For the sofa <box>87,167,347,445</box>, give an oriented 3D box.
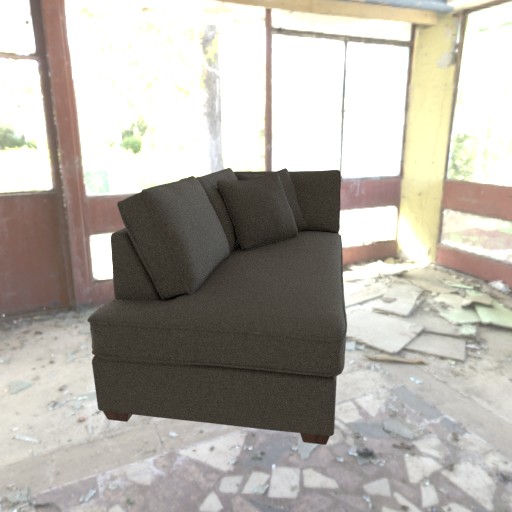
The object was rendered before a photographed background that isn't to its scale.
[{"bbox_3d":[0.000,0.000,2.828,1.110,1.033,2.237,3,16,10],"label":"sofa"}]
